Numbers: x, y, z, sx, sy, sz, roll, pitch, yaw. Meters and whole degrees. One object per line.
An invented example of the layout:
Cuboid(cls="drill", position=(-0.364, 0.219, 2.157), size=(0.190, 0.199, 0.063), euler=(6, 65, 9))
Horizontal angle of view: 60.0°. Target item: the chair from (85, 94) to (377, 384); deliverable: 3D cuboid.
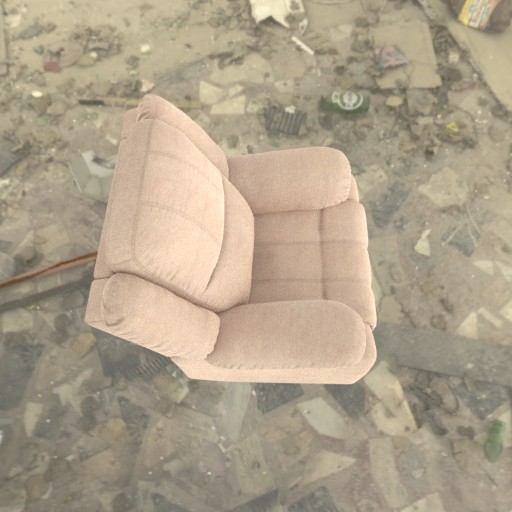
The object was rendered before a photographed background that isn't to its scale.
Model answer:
Cuboid(cls="chair", position=(0.000, 0.000, 1.724), size=(0.944, 1.008, 0.899), euler=(1, 64, 1))
